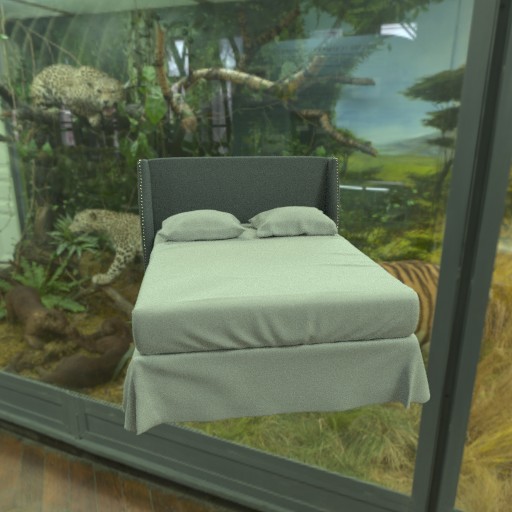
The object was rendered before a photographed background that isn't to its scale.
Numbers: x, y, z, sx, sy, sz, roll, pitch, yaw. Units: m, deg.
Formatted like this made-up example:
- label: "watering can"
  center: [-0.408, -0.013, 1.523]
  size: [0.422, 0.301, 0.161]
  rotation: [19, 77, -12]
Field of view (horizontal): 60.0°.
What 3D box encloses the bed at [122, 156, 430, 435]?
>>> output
- label: "bed"
  center: [0.000, 0.000, 3.398]
  size: [1.925, 1.332, 2.276]
  rotation: [-2, 17, -8]
